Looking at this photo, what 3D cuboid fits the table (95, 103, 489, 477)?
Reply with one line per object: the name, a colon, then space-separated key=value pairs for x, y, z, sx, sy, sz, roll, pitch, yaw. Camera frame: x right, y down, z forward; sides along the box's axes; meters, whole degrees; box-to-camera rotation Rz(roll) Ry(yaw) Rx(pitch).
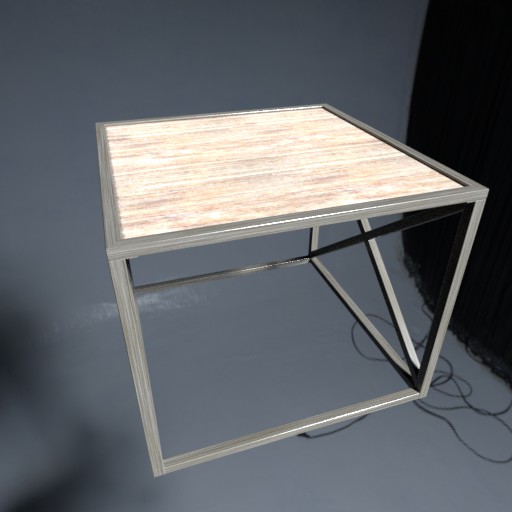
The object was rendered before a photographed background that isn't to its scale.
table: x=0.000 y=0.000 z=1.030 sx=0.609 sy=0.507 sz=0.611 roll=-10 pitch=34 yaw=-15
